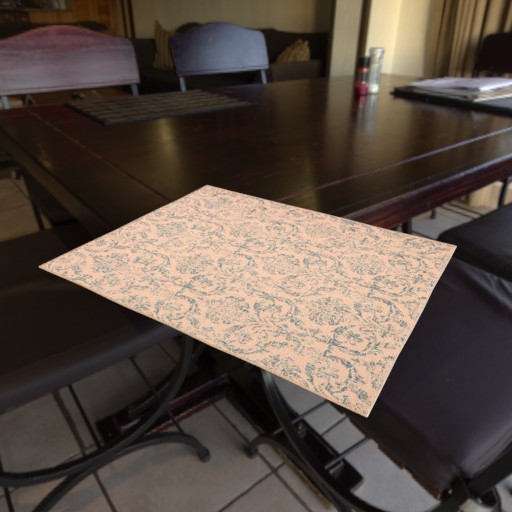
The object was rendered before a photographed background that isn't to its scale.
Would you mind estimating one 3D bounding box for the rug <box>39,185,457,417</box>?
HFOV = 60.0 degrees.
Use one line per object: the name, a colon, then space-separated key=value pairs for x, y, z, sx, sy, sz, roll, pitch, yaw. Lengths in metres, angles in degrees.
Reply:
rug: x=0.000 y=0.000 z=4.014 sx=2.980 sy=0.012 sz=2.363 roll=18 pitch=34 yaw=28
